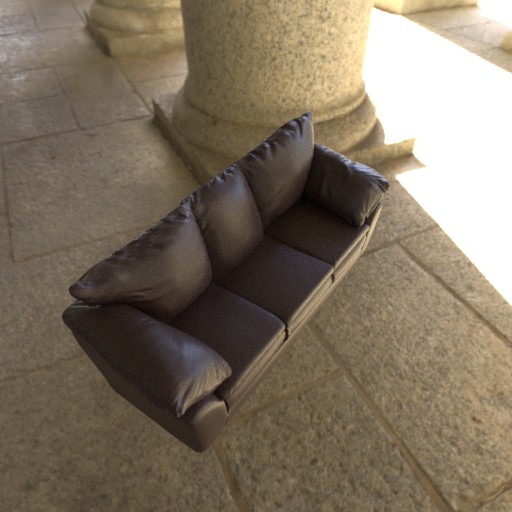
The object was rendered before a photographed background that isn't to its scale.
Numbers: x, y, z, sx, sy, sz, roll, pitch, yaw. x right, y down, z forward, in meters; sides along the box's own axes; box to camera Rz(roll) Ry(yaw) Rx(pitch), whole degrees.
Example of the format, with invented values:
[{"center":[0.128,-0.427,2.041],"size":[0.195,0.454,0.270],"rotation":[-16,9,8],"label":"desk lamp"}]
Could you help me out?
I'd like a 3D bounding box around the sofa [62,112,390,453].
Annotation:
[{"center":[0.000,0.000,2.908],"size":[0.907,1.091,2.390],"rotation":[25,48,25],"label":"sofa"}]
